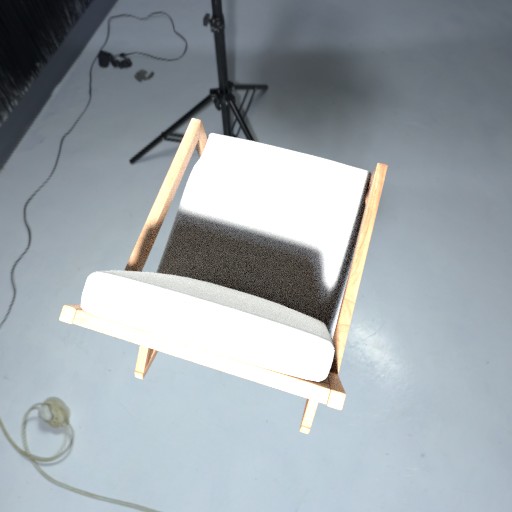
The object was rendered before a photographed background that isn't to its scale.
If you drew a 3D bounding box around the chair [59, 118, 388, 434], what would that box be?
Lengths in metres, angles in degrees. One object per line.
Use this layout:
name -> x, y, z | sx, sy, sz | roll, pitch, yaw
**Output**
chair -> 0.000, 0.000, 1.384 | 0.622, 0.790, 0.857 | 16, 64, 8
